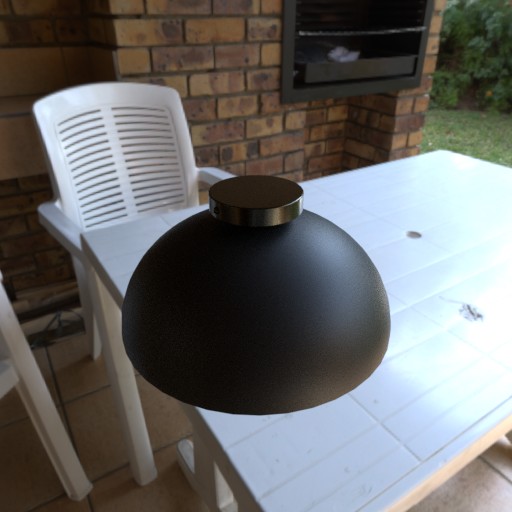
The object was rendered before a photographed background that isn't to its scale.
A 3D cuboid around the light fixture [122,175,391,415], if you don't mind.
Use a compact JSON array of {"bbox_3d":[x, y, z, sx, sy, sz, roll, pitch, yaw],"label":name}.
[{"bbox_3d":[0.000,0.000,0.565,0.355,0.177,0.355,0,29,0],"label":"light fixture"}]
